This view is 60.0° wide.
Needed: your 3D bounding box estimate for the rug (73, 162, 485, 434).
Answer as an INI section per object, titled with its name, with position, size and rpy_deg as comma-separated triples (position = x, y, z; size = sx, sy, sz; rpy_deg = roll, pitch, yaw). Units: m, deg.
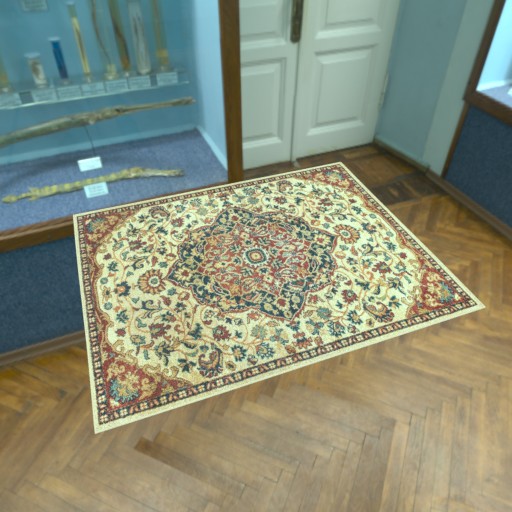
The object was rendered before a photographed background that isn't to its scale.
[rug]
position = 0.000, 0.000, 4.041
size = 3.067, 0.005, 2.454
rpy_deg = -14, 44, -15
